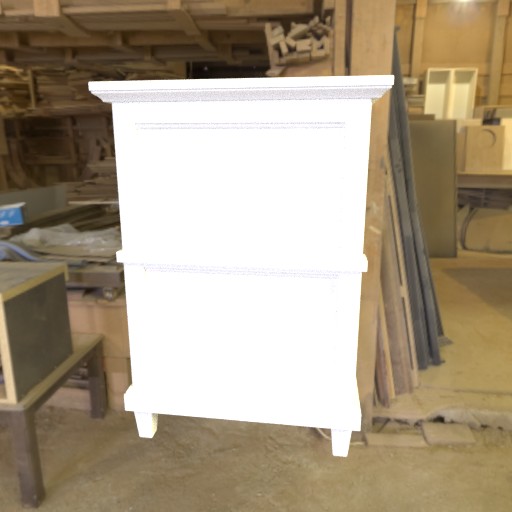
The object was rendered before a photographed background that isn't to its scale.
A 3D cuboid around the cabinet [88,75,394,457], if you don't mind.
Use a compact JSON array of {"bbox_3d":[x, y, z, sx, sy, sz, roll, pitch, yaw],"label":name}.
[{"bbox_3d":[0.000,0.000,1.132,0.547,0.775,0.544,2,14,8],"label":"cabinet"}]
